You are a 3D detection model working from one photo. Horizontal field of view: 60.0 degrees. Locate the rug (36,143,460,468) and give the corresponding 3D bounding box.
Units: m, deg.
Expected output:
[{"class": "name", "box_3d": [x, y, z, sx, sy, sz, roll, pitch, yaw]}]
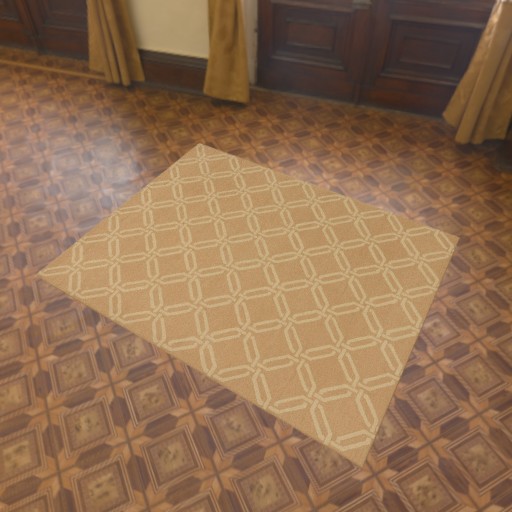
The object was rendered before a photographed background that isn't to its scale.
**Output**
[{"class": "rug", "box_3d": [0.000, 0.000, 3.829, 2.895, 0.018, 2.288, 24, 52, 21]}]
